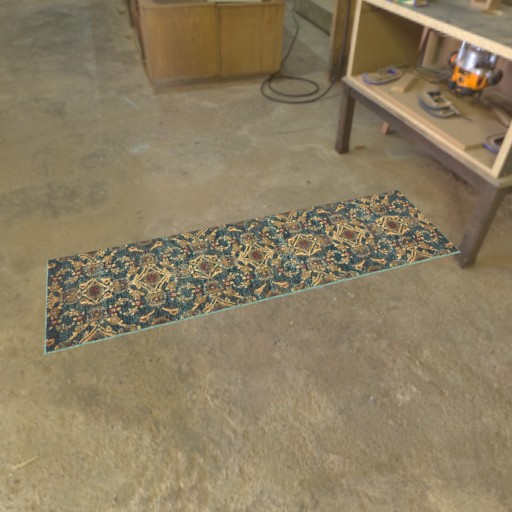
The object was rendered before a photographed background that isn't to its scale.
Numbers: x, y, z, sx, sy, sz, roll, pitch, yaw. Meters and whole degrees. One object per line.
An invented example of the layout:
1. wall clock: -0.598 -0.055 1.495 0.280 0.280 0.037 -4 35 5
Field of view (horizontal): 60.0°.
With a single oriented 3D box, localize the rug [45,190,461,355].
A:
1. rug: 0.000 0.000 2.561 2.292 0.014 0.685 -12 44 -13
